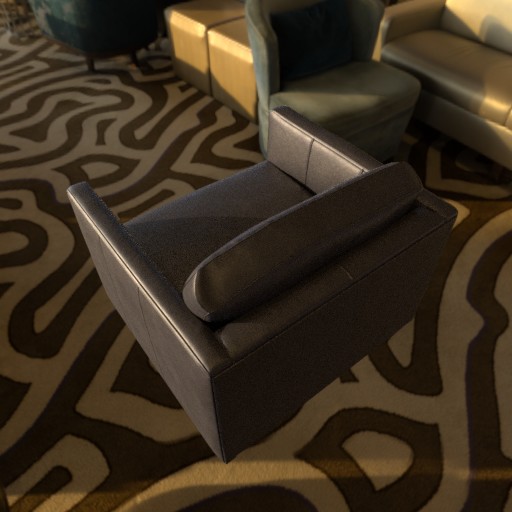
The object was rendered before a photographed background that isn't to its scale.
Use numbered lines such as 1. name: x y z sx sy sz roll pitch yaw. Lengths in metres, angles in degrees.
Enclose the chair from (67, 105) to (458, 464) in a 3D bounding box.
1. chair: 0.000 0.000 1.580 0.939 0.811 0.862 -29 53 -25
